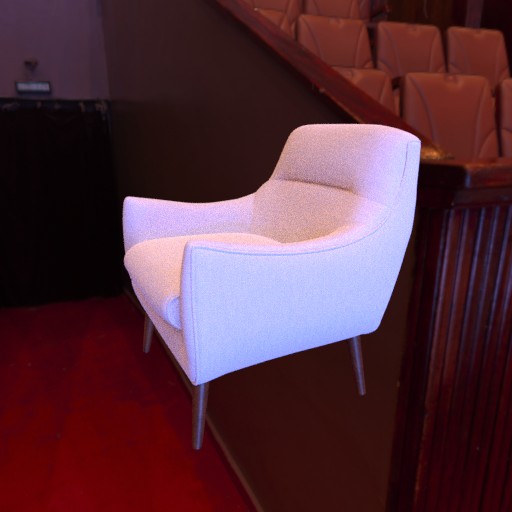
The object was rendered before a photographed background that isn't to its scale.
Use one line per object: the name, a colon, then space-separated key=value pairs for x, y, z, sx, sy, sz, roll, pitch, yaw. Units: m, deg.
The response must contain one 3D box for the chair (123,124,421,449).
chair: x=0.000 y=0.000 z=1.470 sx=0.787 sy=0.838 sz=0.762 roll=-8 pitch=18 yaw=-25
